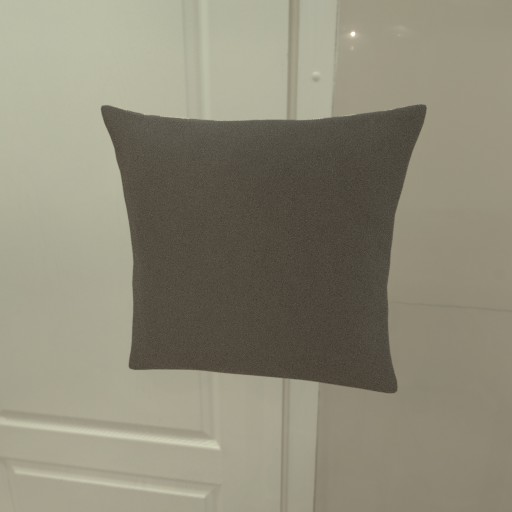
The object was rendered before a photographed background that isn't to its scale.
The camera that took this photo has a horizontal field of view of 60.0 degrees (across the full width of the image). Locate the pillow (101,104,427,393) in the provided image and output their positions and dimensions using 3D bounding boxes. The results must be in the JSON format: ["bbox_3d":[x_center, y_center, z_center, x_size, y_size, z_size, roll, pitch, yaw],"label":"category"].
[{"bbox_3d":[0.000,0.000,0.782,0.526,0.507,0.166,3,17,9],"label":"pillow"}]
